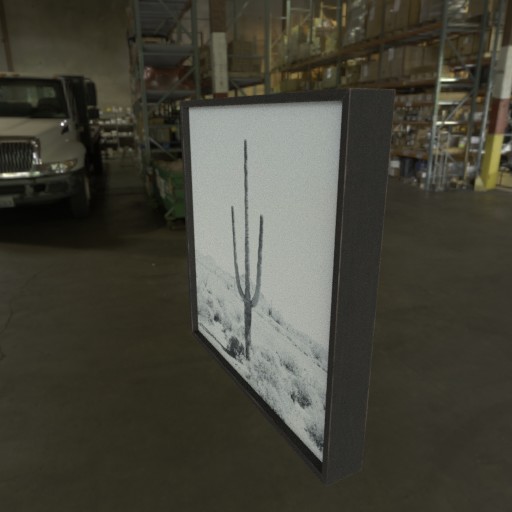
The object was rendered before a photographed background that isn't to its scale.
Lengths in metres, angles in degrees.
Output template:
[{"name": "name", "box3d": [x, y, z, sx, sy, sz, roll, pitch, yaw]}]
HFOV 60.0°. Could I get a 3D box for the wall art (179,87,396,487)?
[{"name": "wall art", "box3d": [0.000, 0.000, 0.451, 0.038, 0.305, 0.305, -9, 20, -27]}]
